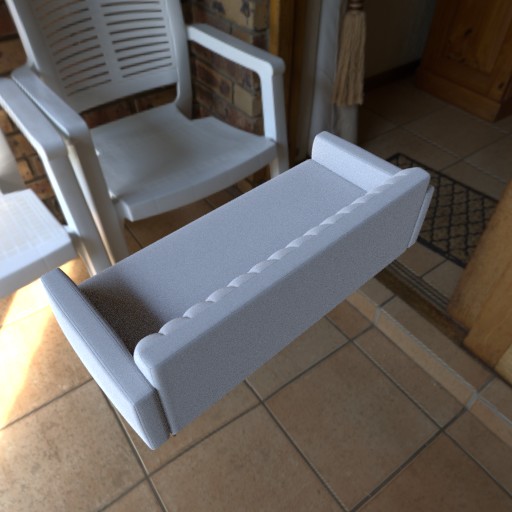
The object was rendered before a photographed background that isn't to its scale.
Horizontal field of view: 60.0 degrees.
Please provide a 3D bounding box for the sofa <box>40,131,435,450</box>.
[{"bbox_3d":[0.000,0.000,2.750,2.291,0.821,0.990,-33,54,-28],"label":"sofa"}]
